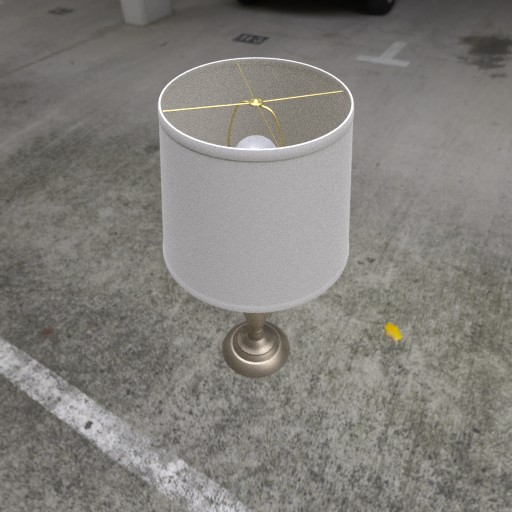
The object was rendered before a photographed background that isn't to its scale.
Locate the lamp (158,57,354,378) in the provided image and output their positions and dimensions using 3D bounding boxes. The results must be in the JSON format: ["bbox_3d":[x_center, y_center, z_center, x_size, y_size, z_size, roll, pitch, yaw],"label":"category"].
[{"bbox_3d":[0.000,0.000,0.821,0.328,0.619,0.328,0,46,0],"label":"lamp"}]
